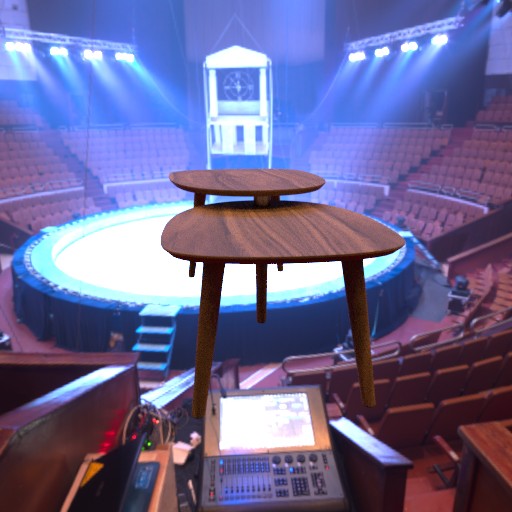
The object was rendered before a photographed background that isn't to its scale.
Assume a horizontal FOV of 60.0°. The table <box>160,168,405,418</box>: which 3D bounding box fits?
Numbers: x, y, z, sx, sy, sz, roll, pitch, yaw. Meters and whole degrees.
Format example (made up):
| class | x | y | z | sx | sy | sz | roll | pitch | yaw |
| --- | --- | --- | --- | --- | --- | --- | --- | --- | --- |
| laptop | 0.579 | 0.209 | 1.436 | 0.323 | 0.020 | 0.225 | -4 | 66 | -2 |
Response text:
| class | x | y | z | sx | sy | sz | roll | pitch | yaw |
| --- | --- | --- | --- | --- | --- | --- | --- | --- | --- |
| table | 0.000 | 0.000 | 1.359 | 0.527 | 0.429 | 1.084 | -2 | 17 | -8 |
